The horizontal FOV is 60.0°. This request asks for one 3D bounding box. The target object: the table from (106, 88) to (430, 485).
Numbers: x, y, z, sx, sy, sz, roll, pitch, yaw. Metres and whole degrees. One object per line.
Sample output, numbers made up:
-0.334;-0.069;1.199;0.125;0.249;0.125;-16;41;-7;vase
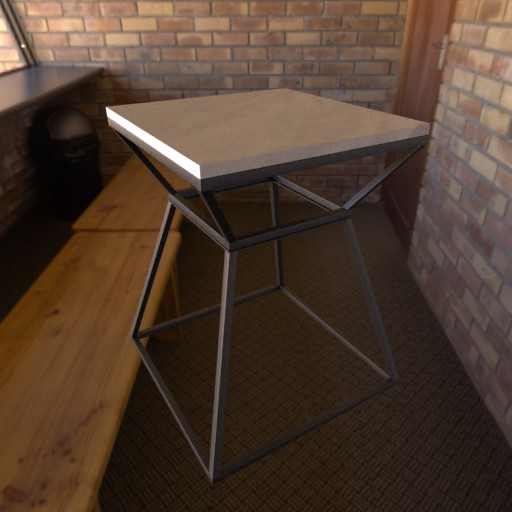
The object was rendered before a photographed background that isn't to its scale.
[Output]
0.000;0.000;0.900;0.455;0.559;0.455;-17;34;-27;table
